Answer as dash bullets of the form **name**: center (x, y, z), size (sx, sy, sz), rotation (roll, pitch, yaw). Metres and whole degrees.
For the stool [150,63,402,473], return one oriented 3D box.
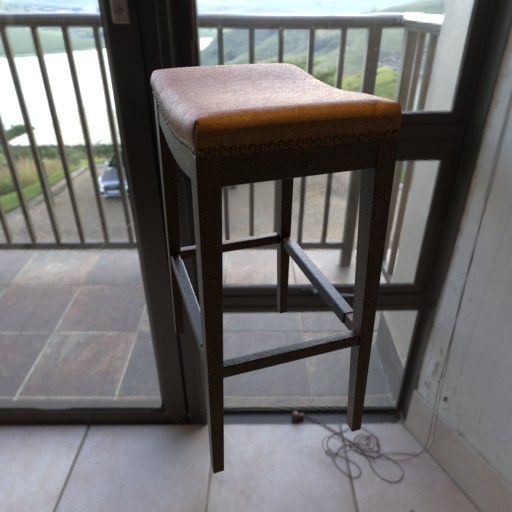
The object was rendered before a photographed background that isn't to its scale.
- **stool**: center (0.000, 0.000, 1.019), size (0.361, 0.759, 0.500), rotation (-10, 32, -16)
